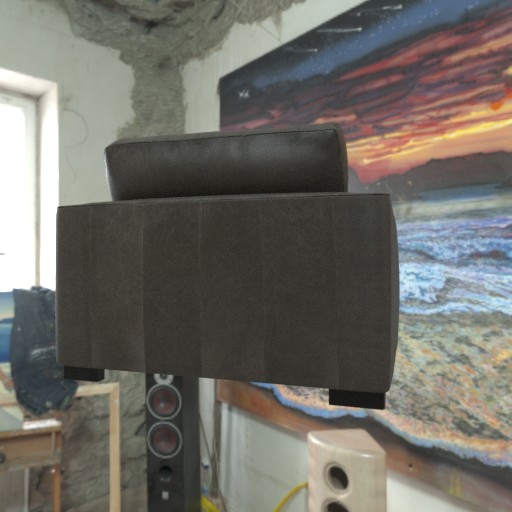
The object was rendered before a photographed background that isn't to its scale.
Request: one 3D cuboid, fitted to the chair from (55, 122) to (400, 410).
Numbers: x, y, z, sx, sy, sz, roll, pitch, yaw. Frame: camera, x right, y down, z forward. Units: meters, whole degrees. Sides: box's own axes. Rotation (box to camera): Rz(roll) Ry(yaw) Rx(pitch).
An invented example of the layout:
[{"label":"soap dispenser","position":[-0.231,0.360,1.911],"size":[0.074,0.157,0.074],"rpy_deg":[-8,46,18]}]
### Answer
[{"label":"chair","position":[0.000,0.000,1.799],"size":[1.106,0.807,1.080],"rpy_deg":[0,0,17]}]
